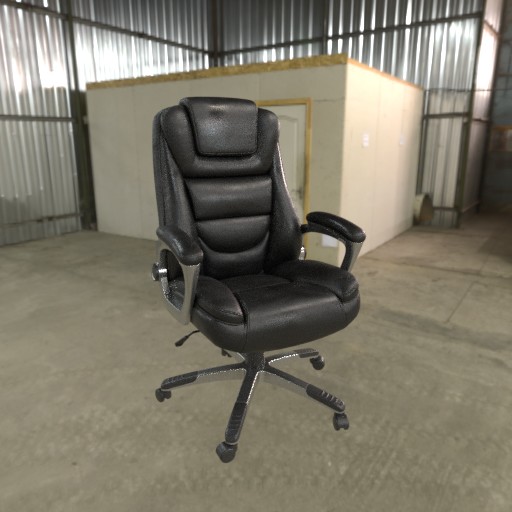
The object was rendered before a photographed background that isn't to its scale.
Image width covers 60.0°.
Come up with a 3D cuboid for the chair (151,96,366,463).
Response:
[{"bbox_3d":[0.000,0.000,1.532,0.697,1.075,0.689,-8,17,-26],"label":"chair"}]
